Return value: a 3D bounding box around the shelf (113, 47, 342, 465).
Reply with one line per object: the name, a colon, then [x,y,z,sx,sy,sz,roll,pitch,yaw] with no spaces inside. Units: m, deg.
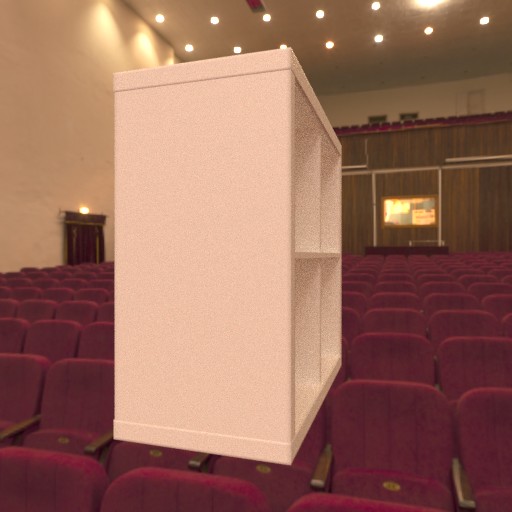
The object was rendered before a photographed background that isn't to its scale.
shelf: [0.000,0.000,1.269,0.390,0.786,0.790,0,0,18]
